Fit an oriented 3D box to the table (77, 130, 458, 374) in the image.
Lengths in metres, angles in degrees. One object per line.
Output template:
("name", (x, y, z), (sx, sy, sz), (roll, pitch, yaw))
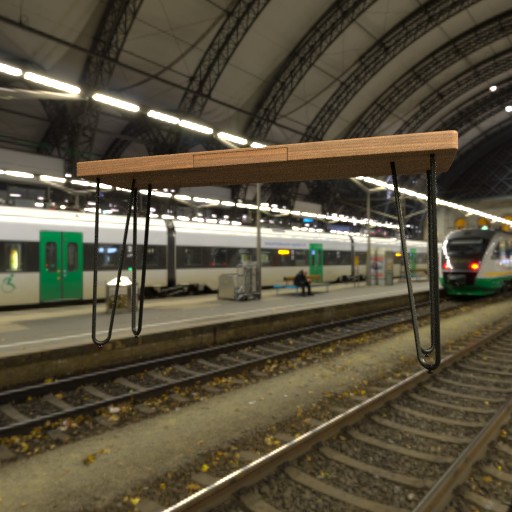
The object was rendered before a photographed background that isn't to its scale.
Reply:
("table", (0.000, 0.000, 1.925), (1.570, 0.834, 0.425), (0, -1, 19))
